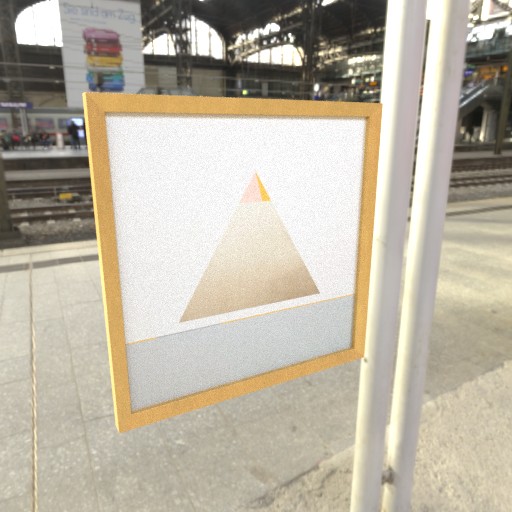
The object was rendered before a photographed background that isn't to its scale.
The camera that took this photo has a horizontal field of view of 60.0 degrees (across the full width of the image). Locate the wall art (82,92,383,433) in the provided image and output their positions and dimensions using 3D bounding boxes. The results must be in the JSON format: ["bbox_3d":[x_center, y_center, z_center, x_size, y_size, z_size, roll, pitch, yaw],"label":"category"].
[{"bbox_3d":[0.000,0.000,2.896,1.935,1.936,0.097,-9,18,-28],"label":"wall art"}]
